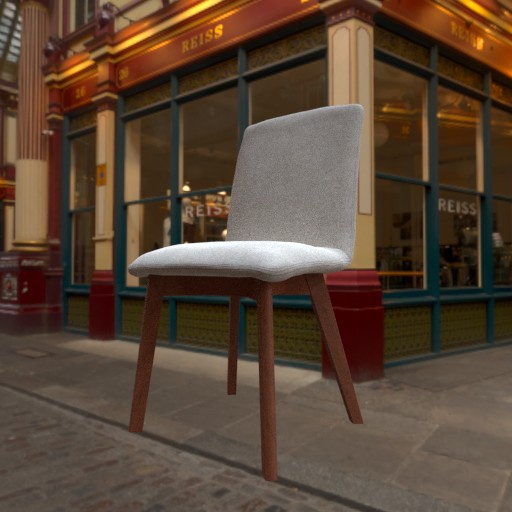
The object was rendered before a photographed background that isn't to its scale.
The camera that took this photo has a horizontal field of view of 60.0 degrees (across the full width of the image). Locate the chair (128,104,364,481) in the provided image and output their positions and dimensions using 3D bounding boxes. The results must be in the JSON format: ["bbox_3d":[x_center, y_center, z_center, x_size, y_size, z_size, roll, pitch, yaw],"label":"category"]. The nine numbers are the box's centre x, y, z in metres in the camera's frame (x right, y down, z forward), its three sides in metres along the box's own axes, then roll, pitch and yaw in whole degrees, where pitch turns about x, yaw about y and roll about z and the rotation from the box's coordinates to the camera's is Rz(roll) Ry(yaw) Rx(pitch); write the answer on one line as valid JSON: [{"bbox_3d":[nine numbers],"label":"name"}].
[{"bbox_3d":[0.000,0.000,1.305,0.522,0.974,0.563,-1,-1,36],"label":"chair"}]
